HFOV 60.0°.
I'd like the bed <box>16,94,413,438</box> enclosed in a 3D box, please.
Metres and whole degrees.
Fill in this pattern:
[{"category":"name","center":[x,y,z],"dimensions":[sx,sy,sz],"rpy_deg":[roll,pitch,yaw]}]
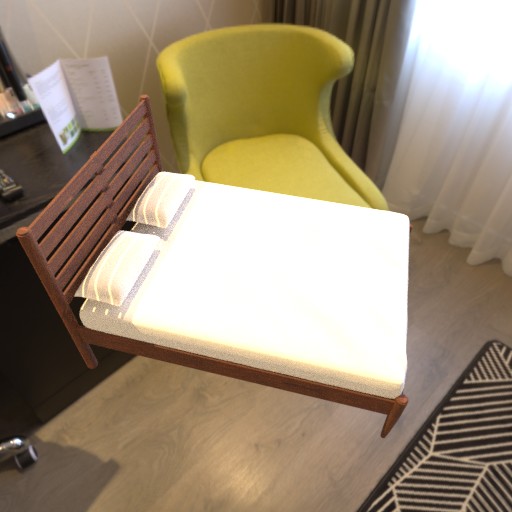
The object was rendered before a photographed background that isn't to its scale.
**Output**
[{"category":"bed","center":[0.000,0.000,2.980],"dimensions":[2.093,1.304,1.509],"rpy_deg":[11,47,10]}]
